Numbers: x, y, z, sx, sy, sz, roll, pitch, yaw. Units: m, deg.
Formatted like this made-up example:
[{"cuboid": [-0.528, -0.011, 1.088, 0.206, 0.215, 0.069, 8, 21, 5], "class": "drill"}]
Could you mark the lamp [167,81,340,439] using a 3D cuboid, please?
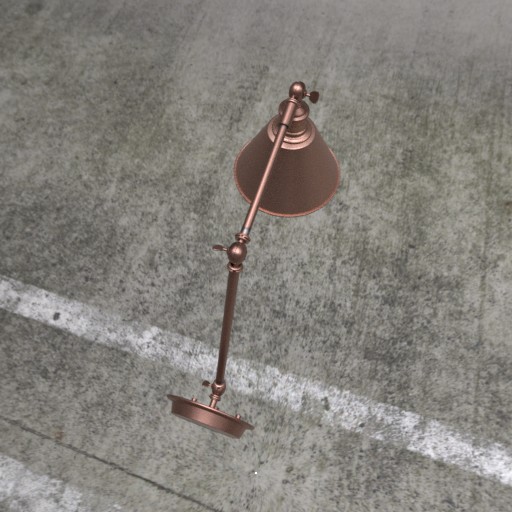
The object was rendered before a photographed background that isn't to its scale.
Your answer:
[{"cuboid": [0.000, 0.000, 0.861, 0.223, 0.502, 0.624, 17, 65, 8], "class": "lamp"}]
